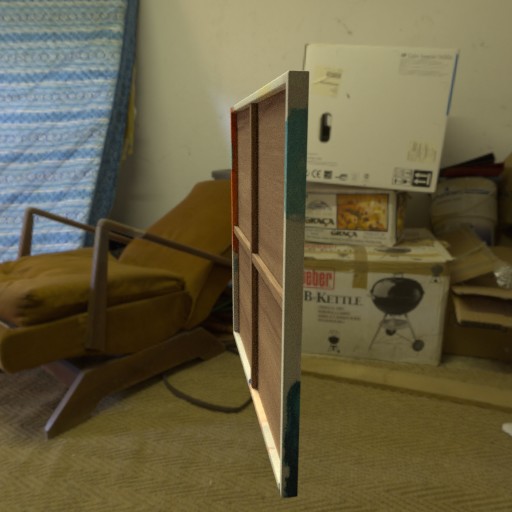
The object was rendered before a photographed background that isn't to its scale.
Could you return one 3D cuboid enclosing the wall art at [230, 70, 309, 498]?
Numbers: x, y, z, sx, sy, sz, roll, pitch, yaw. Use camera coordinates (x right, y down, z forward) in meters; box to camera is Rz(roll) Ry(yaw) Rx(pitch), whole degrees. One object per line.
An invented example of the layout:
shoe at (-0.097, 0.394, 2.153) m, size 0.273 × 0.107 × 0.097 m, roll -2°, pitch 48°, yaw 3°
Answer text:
wall art at (0.000, 0.000, 1.488) m, size 0.044 × 1.017 × 1.017 m, roll -2°, pitch 15°, yaw -9°
